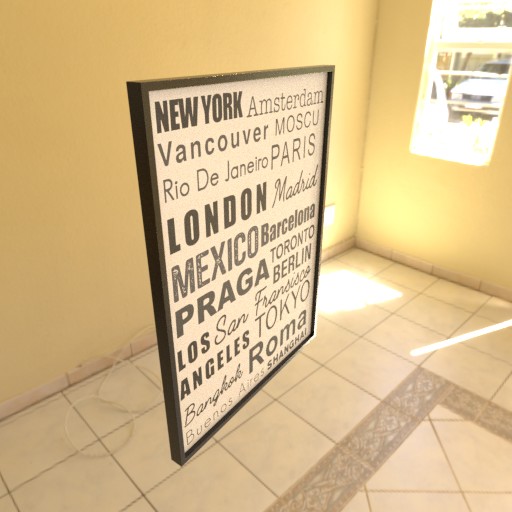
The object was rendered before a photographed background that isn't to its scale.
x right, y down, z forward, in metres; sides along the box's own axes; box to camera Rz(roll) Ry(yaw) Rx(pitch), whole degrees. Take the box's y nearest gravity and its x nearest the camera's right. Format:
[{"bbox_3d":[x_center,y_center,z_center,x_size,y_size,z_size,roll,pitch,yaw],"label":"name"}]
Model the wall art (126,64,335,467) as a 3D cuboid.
[{"bbox_3d":[0.000,0.000,1.358,0.043,1.046,0.788,18,31,32],"label":"wall art"}]
